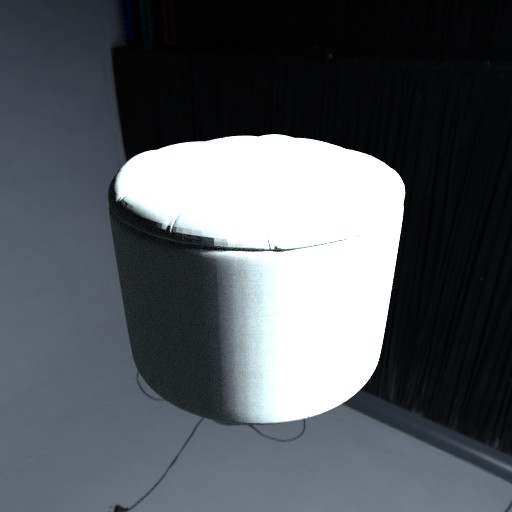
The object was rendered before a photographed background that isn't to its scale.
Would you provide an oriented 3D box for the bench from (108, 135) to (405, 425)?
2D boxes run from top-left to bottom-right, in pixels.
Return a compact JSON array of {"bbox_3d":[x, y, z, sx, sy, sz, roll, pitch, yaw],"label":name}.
[{"bbox_3d":[0.000,0.000,1.005,0.600,0.453,0.600,0,27,0],"label":"bench"}]
